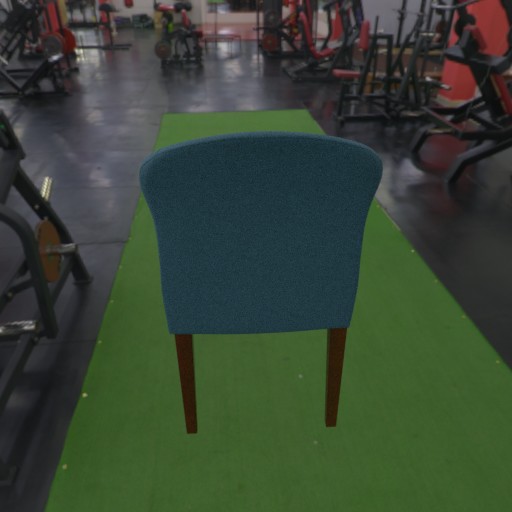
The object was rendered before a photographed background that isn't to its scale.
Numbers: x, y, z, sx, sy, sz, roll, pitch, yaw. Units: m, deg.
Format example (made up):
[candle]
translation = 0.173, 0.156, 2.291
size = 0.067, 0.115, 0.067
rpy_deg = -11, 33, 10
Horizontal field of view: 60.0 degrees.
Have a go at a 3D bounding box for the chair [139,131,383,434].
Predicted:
[chair]
translation = 0.000, 0.000, 1.261
size = 0.507, 0.879, 0.620
rpy_deg = -2, 32, -3
